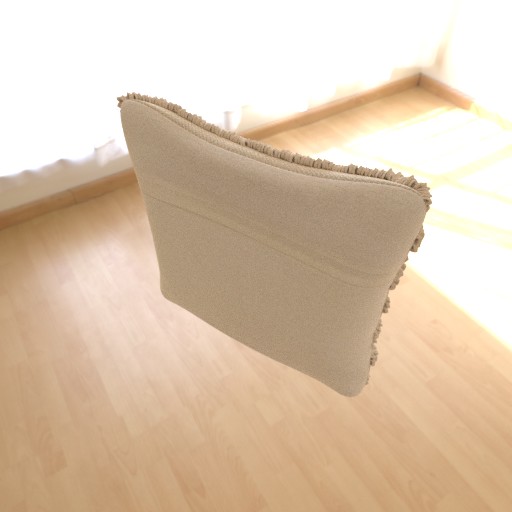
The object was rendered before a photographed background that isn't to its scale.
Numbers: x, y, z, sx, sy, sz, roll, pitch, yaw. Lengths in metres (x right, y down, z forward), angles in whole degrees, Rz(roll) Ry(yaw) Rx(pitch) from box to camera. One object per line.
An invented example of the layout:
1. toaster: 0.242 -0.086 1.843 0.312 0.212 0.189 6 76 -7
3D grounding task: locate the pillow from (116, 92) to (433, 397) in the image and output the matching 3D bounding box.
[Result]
1. pillow: 0.000 0.000 0.675 0.437 0.427 0.145 24 50 22
